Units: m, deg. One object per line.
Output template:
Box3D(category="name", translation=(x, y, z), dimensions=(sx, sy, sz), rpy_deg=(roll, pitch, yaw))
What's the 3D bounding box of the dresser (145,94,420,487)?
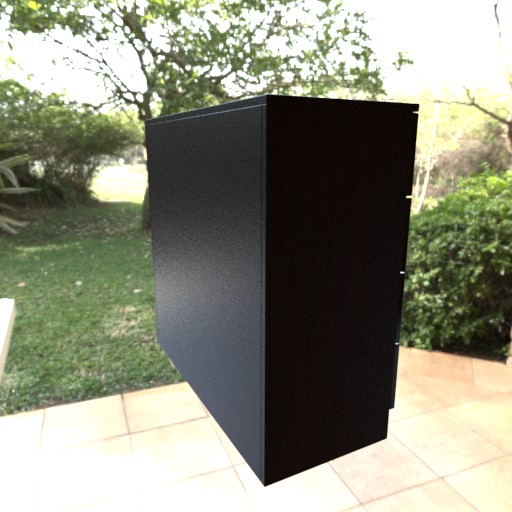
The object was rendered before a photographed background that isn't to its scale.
Box3D(category="dresser", translation=(0.000, 0.000, 1.176), dimensions=(0.360, 0.720, 0.750), rpy_deg=(-7, 15, -27))
